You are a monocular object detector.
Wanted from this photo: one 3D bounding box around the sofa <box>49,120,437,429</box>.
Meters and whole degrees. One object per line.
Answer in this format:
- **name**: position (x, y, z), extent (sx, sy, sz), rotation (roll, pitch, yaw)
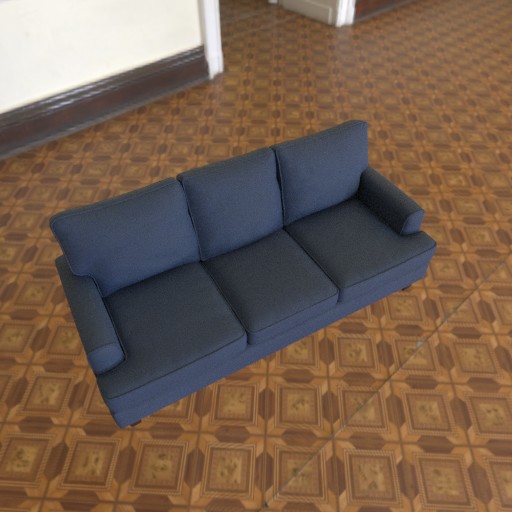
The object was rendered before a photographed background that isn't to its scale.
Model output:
- **sofa**: position (0.000, 0.000, 2.687), extent (2.158, 0.965, 0.951), rotation (-22, 50, -20)
